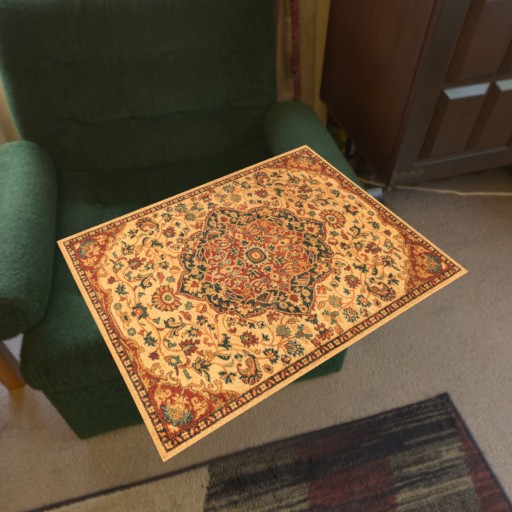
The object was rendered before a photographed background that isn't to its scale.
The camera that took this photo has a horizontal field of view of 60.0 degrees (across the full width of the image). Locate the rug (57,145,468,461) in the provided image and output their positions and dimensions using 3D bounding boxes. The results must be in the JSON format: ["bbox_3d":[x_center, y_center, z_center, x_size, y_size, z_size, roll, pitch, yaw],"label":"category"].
[{"bbox_3d":[0.000,0.000,4.211,3.067,0.005,2.454,-26,52,-22],"label":"rug"}]
